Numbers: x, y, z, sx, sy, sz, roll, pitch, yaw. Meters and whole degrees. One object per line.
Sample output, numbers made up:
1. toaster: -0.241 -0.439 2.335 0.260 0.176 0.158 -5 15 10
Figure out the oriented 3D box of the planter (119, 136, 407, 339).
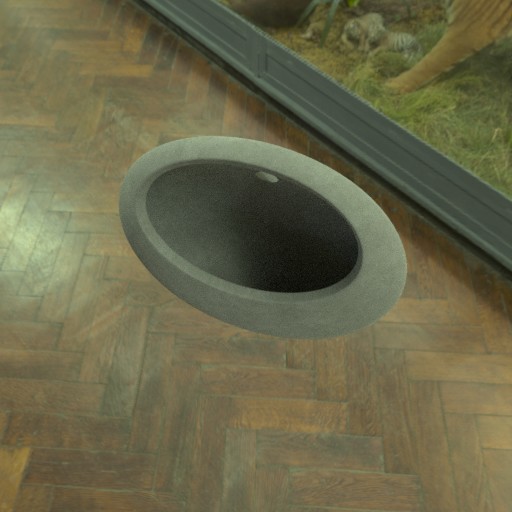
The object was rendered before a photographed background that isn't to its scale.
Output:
1. planter: 0.000 0.000 0.285 0.185 0.188 0.071 15 60 9
